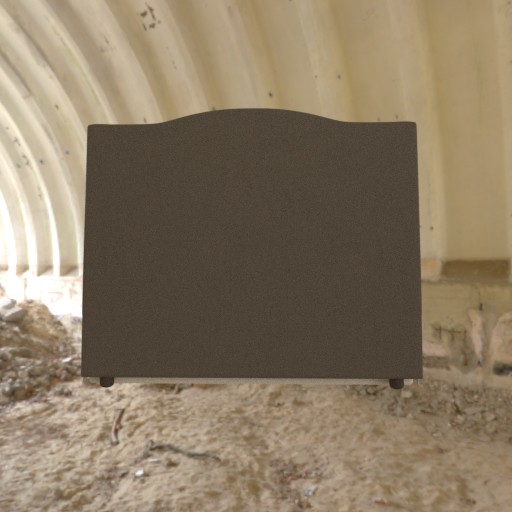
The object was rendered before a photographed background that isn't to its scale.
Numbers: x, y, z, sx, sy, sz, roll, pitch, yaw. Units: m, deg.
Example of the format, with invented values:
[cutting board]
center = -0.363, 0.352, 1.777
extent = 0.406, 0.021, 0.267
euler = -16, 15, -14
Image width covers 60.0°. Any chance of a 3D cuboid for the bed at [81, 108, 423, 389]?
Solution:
[bed]
center = 0.000, 0.000, 3.369
extent = 1.821, 1.436, 2.282
euler = 0, -2, 1
